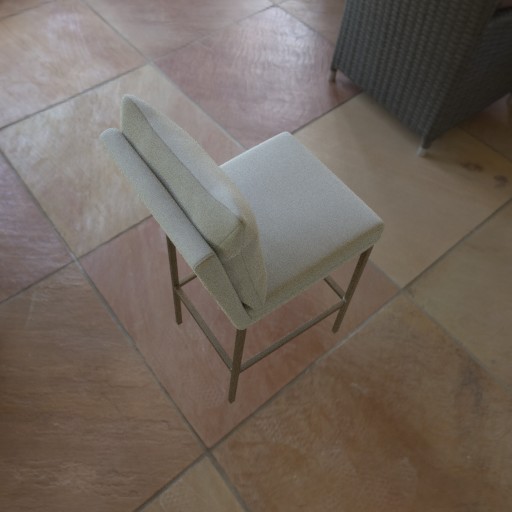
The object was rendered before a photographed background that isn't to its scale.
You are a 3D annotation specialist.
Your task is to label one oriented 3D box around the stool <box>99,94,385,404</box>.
[{"bbox_3d":[0.000,0.000,1.397,0.572,1.125,0.463,-31,63,-18],"label":"stool"}]
